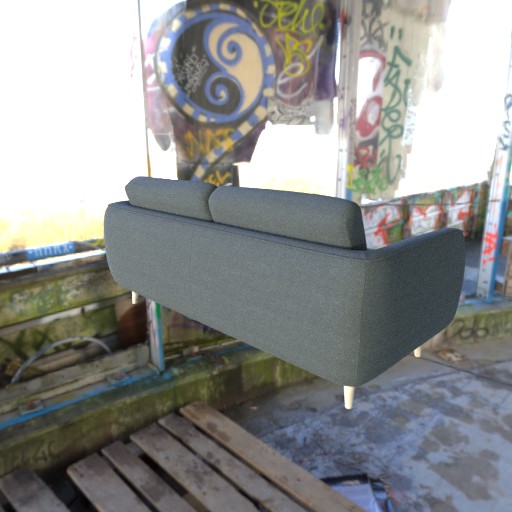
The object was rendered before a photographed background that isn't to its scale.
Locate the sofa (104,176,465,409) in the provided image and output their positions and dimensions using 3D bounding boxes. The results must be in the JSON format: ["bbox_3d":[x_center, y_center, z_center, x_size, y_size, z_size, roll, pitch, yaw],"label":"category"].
[{"bbox_3d":[0.000,0.000,2.499,2.000,0.850,0.920,14,21,43],"label":"sofa"}]
